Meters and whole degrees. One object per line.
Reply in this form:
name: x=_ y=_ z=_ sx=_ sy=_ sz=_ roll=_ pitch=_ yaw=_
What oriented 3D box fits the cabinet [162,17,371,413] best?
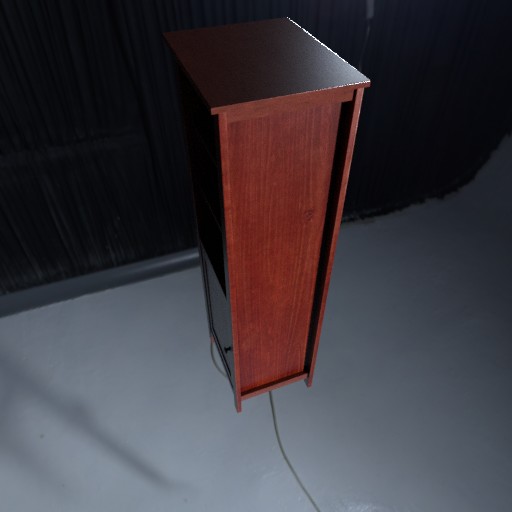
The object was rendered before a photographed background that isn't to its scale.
cabinet: x=0.000 y=0.000 z=1.716 sx=0.401 sy=1.518 sz=0.500 roll=-15 pitch=47 yaw=-15
